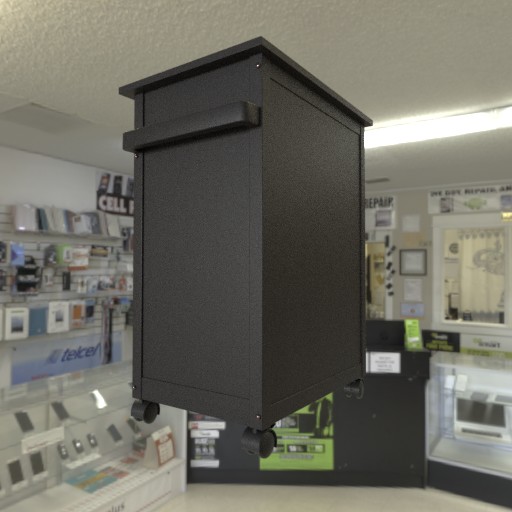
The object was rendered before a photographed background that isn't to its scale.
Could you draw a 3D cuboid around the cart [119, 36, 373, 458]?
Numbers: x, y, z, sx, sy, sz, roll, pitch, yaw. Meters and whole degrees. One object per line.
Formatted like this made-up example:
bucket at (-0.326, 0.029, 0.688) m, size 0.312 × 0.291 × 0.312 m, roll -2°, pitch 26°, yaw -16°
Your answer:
cart at (0.000, 0.000, 1.274) m, size 0.456 × 0.879 × 0.660 m, roll -1°, pitch -2°, yaw 35°
